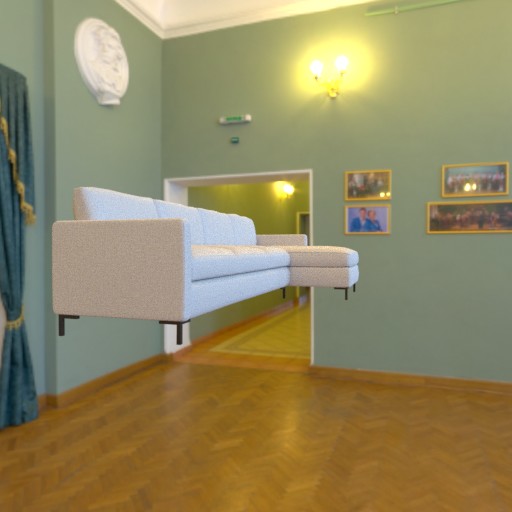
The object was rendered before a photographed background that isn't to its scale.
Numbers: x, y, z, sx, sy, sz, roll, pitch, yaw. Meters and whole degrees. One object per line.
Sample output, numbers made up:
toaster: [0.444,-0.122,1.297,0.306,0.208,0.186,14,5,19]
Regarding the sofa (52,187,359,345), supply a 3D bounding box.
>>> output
sofa: [0.000,0.000,3.266,1.258,0.755,2.731,0,1,18]
